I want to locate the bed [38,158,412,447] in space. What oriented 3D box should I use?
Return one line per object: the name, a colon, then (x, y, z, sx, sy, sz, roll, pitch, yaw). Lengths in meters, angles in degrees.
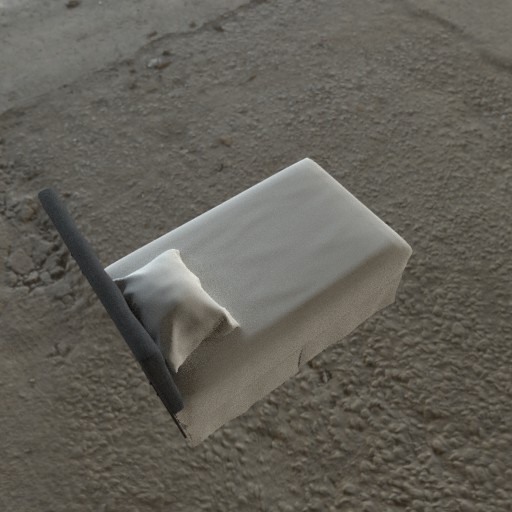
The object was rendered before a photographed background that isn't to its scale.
bed: (0.000, 0.000, 2.986, 1.997, 1.571, 1.261, -32, 62, -19)
